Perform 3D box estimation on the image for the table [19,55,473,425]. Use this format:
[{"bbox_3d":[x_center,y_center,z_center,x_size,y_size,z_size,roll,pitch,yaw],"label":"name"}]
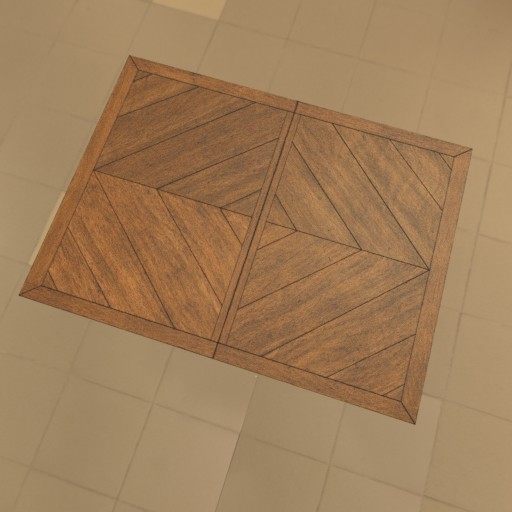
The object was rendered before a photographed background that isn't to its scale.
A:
[{"bbox_3d":[0.000,0.000,1.545,1.027,0.760,0.757,17,75,5],"label":"table"}]
